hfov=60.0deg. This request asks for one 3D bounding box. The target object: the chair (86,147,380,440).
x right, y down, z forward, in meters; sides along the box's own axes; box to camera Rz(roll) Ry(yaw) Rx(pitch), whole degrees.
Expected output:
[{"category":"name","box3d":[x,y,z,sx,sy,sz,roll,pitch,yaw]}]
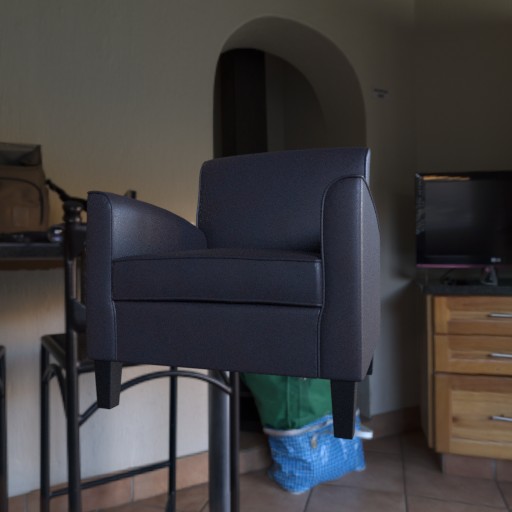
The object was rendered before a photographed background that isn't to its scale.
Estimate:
[{"category":"chair","box3d":[0.000,0.000,1.563,0.820,0.916,0.819,0,-1,19]}]
